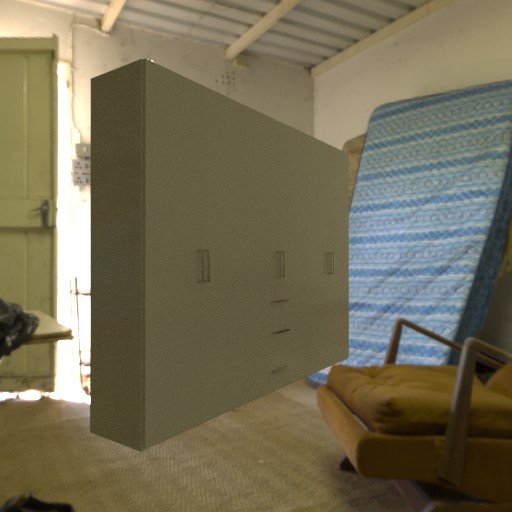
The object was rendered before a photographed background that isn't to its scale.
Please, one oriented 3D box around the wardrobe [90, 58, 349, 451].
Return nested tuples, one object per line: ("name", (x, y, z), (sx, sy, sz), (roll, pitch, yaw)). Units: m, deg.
("wardrobe", (0.000, 0.000, 4.010), (0.580, 2.360, 3.000), (0, 0, 35))
